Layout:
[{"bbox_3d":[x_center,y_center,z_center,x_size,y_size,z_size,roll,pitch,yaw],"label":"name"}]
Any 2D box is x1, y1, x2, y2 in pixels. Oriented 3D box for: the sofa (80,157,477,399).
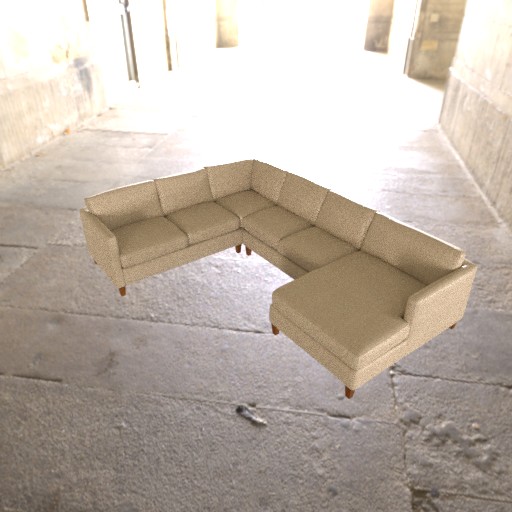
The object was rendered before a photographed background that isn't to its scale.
[{"bbox_3d":[0.000,0.000,4.709,2.594,0.961,3.460,-21,37,-31],"label":"sofa"}]
